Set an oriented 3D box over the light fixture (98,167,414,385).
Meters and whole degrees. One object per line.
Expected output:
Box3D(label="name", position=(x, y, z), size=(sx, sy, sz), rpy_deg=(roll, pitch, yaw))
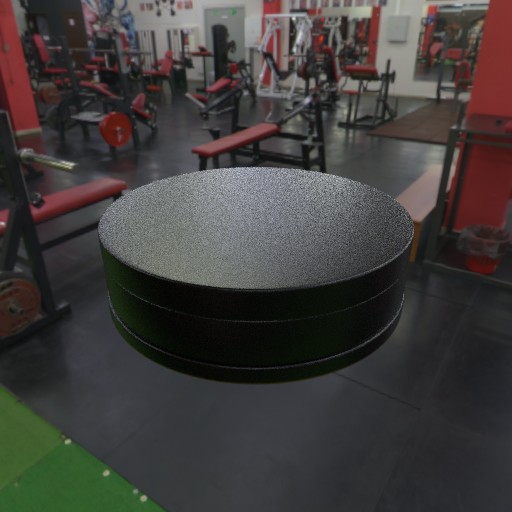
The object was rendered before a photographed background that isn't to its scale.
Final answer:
Box3D(label="light fixture", position=(0.000, 0.000, 0.433), size=(0.283, 0.097, 0.283), rpy_deg=(0, 28, 0))
